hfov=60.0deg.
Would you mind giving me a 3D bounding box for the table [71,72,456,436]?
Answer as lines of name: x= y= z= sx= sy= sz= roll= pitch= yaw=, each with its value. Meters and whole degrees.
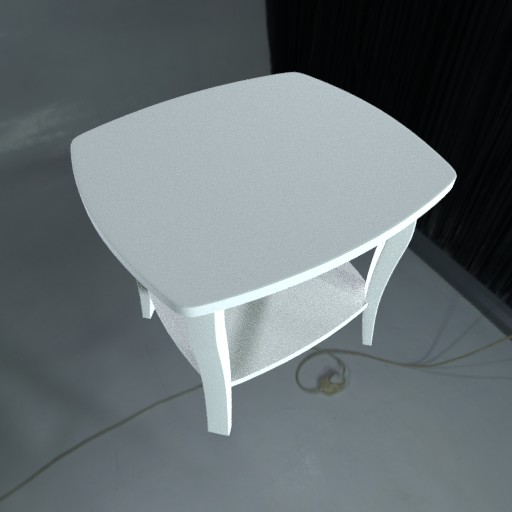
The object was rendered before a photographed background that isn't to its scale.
table: x=0.000 y=0.000 z=0.819 sx=0.502 sy=0.438 sz=0.451 roll=-25 pitch=52 yaw=-22
